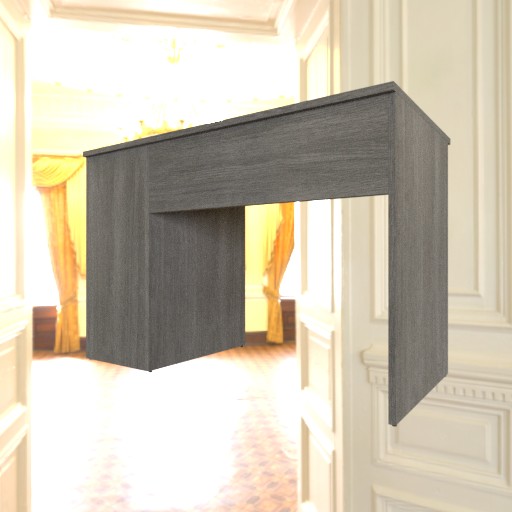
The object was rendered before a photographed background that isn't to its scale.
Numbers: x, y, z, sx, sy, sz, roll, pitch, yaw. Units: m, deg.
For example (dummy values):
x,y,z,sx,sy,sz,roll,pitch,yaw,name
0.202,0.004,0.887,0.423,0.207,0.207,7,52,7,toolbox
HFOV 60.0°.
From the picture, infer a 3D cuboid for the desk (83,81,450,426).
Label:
x,y,z,sx,sy,sz,roll,pitch,yaw,name
0.000,0.000,1.474,1.097,0.735,0.560,0,0,35,desk
